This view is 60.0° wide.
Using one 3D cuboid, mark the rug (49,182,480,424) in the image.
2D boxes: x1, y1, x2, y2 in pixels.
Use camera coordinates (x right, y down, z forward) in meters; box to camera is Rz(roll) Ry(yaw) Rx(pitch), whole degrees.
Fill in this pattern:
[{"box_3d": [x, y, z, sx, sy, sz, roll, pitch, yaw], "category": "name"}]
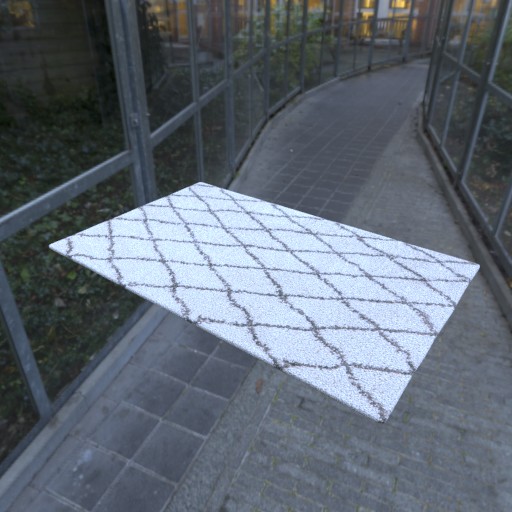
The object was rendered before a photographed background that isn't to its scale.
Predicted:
[{"box_3d": [0.000, 0.000, 2.937, 2.438, 0.030, 1.524, 21, 36, 31], "category": "rug"}]
